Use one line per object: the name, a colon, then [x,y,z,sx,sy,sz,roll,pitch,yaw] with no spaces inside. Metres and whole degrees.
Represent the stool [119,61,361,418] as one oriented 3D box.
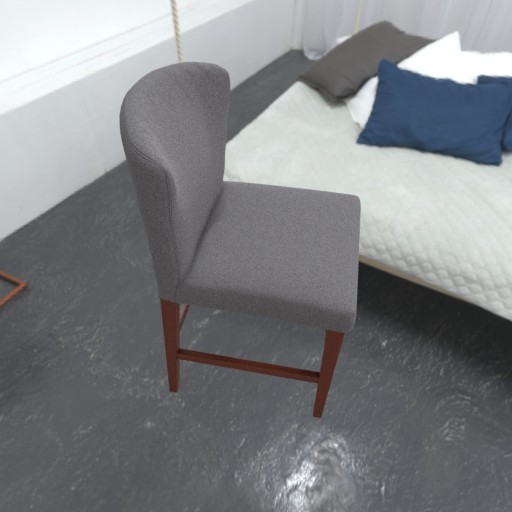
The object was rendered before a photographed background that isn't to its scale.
stool: [0.000,0.000,1.281,0.568,0.968,0.481,8,45,8]
